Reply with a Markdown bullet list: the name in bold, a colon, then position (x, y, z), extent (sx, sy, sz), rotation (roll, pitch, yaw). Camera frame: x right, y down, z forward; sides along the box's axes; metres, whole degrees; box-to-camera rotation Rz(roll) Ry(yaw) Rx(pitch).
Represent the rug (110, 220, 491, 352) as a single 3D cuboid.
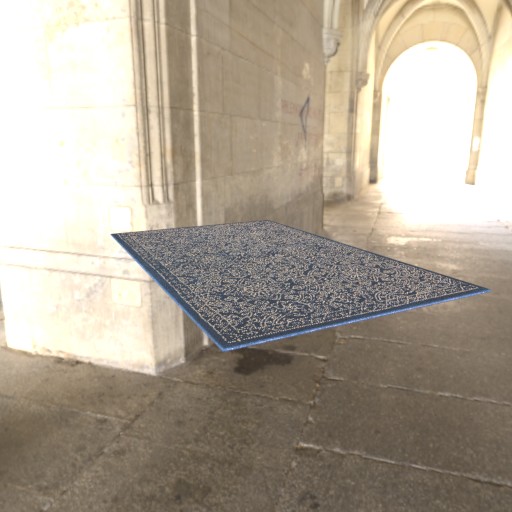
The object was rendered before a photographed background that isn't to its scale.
- **rug**: position (0.000, 0.000, 3.040), extent (1.526, 0.015, 2.441), rotation (-7, 16, -26)
